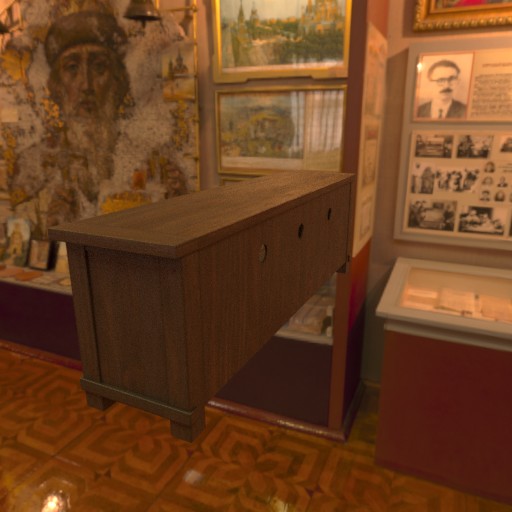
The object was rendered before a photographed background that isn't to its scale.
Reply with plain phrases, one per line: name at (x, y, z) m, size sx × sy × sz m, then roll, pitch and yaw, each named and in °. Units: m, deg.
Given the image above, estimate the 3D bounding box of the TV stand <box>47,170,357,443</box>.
TV stand at (0.000, 0.000, 2.097) m, size 0.471 × 0.615 × 1.866 m, roll 8°, pitch 18°, yaw 25°
